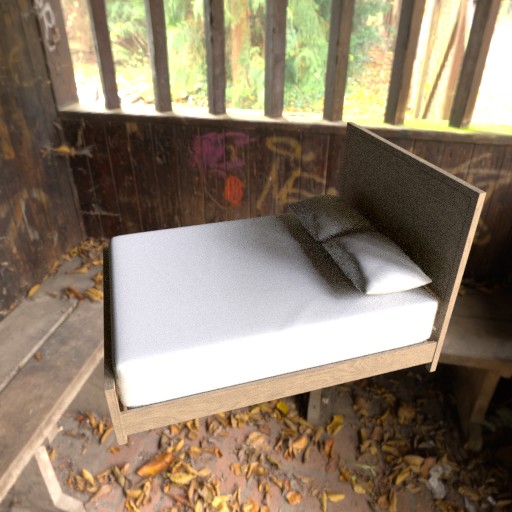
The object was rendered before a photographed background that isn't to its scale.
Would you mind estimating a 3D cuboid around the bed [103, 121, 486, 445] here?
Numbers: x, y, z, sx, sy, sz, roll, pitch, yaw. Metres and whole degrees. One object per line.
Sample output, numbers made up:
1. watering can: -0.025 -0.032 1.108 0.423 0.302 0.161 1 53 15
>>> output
1. bed: 0.000 0.000 3.203 2.189 1.369 1.606 -9 32 -14
